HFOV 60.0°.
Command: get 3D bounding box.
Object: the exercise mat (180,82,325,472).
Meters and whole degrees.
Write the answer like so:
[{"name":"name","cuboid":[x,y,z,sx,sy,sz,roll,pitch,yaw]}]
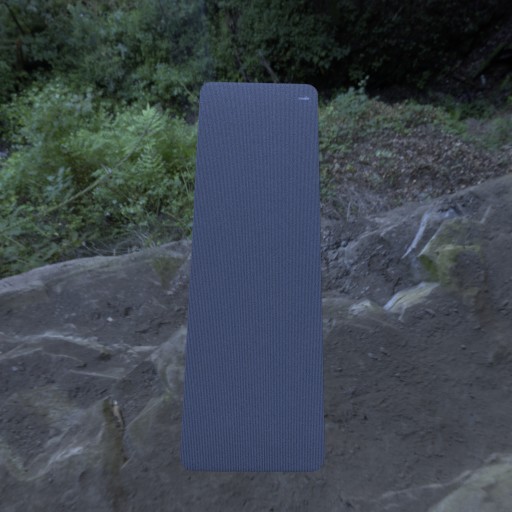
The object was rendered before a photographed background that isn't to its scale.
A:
[{"name":"exercise mat","cuboid":[0.000,0.000,2.105,0.616,0.021,1.884,1,76,0]}]
